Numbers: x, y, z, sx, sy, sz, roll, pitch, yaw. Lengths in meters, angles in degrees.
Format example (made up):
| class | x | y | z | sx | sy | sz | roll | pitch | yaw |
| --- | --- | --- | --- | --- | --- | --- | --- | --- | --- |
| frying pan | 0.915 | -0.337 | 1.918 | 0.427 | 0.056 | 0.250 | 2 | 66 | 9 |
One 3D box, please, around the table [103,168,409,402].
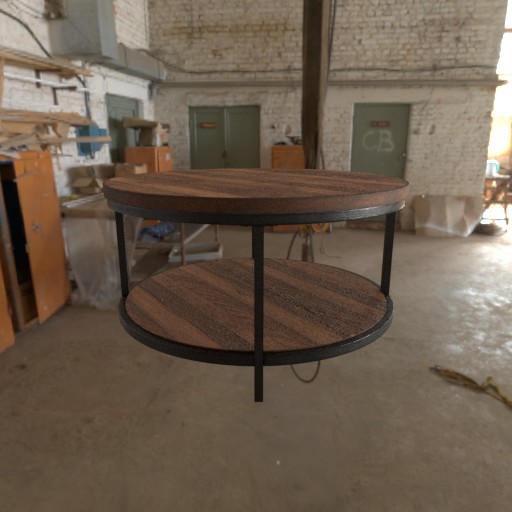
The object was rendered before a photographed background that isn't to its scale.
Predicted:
| class | x | y | z | sx | sy | sz | roll | pitch | yaw |
| --- | --- | --- | --- | --- | --- | --- | --- | --- | --- |
| table | 0.000 | 0.000 | 1.336 | 0.837 | 0.462 | 0.837 | 0 | 15 | 0 |
